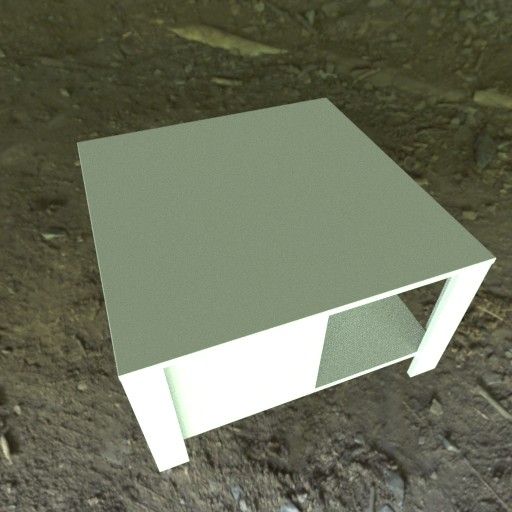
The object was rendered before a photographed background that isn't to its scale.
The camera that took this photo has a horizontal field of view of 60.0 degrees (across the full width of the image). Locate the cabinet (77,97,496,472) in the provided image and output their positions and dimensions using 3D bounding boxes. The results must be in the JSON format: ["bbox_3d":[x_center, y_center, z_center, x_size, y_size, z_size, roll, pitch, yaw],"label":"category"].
[{"bbox_3d":[0.000,0.000,1.276,0.800,0.460,0.800,-15,47,-14],"label":"cabinet"}]
